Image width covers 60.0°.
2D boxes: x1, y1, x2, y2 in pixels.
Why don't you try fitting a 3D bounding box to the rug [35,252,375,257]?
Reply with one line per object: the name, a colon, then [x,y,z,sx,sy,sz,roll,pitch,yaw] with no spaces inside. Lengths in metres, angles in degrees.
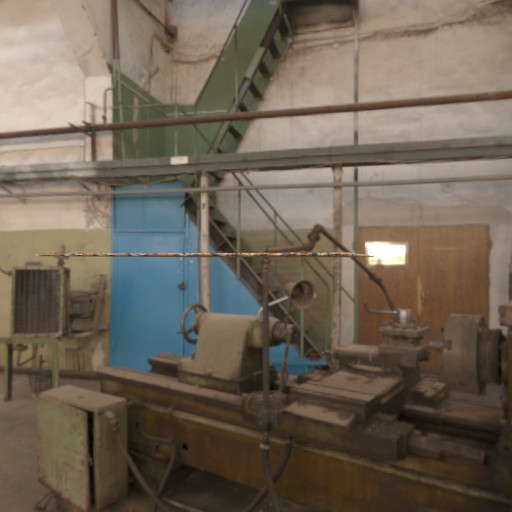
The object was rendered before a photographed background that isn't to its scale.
rug: [0.000,0.000,2.500,1.218,0.010,1.997,0,0,17]
